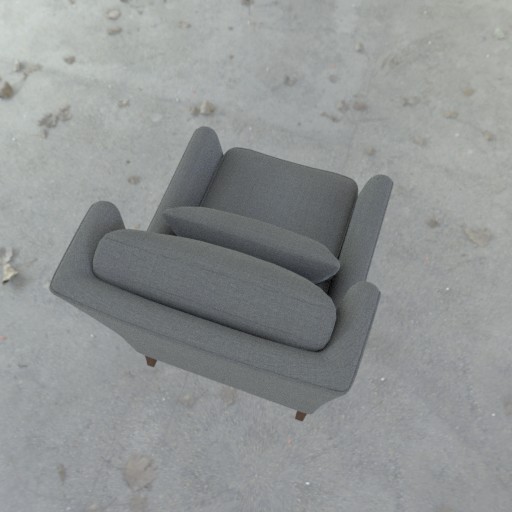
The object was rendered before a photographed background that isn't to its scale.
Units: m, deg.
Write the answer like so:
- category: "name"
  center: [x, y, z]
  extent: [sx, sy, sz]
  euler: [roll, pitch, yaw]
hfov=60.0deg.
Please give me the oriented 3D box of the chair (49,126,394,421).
- category: "chair"
  center: [0.000, 0.000, 1.750]
  extent: [0.866, 1.056, 1.040]
  euler: [17, 65, 8]
